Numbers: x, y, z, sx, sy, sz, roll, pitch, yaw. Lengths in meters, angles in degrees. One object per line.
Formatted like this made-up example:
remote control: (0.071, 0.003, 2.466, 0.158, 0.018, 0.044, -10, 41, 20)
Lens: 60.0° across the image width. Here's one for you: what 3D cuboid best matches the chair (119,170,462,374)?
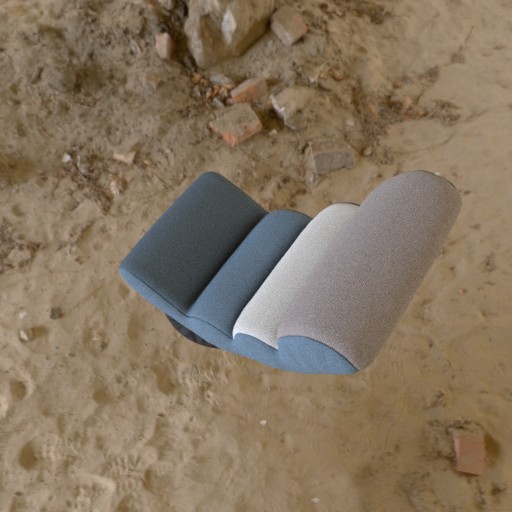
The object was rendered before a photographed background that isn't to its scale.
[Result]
chair: (0.000, 0.000, 1.062, 0.661, 0.641, 0.420, 32, 68, 15)
